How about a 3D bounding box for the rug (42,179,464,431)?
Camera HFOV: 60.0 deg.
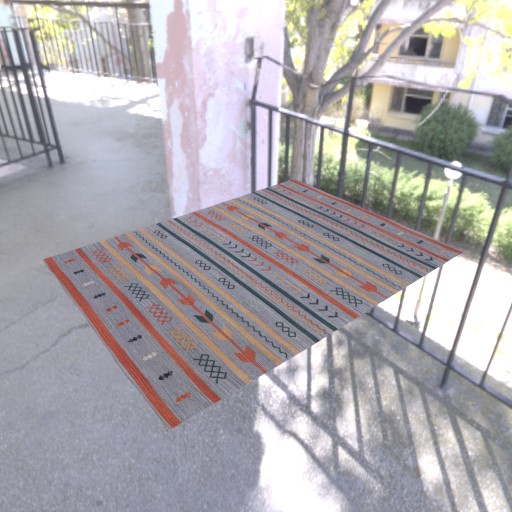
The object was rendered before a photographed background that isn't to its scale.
[{"bbox_3d":[0.000,0.000,3.948,3.029,0.022,2.263,-23,38,-32],"label":"rug"}]
